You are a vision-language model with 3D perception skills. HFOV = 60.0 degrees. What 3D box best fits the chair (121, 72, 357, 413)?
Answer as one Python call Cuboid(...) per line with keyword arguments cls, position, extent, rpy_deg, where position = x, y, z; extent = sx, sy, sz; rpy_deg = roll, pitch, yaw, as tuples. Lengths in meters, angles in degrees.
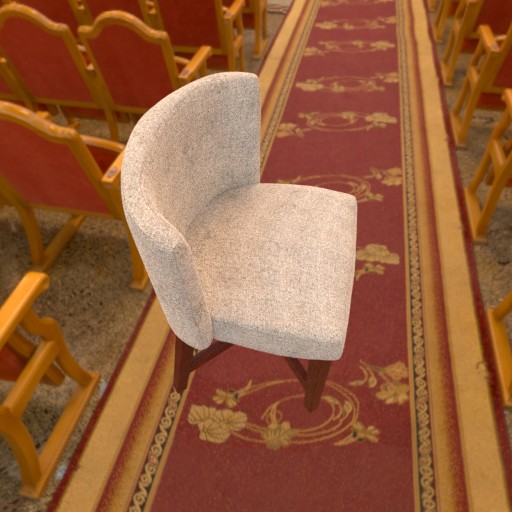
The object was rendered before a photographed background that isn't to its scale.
Cuboid(cls="chair", position=(0.000, 0.000, 1.308), extent=(0.575, 0.827, 0.728), rpy_deg=(9, 48, 8))
